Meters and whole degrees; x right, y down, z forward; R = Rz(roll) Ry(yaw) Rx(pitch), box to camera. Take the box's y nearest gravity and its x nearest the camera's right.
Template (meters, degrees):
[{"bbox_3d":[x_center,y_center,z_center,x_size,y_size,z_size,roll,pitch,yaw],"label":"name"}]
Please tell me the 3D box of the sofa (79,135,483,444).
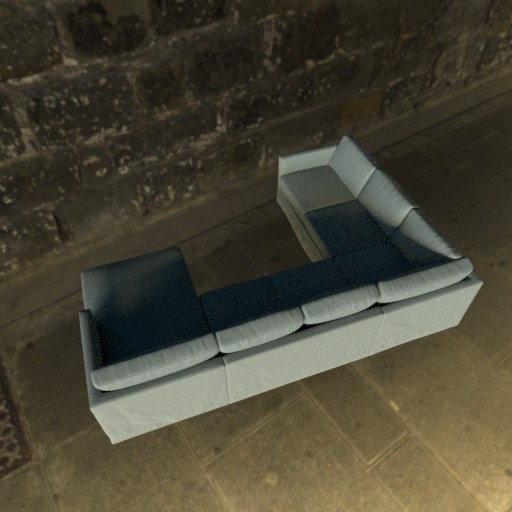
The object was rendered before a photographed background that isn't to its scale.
[{"bbox_3d":[0.000,0.000,4.496,3.460,0.882,2.427,-15,49,-13],"label":"sofa"}]
